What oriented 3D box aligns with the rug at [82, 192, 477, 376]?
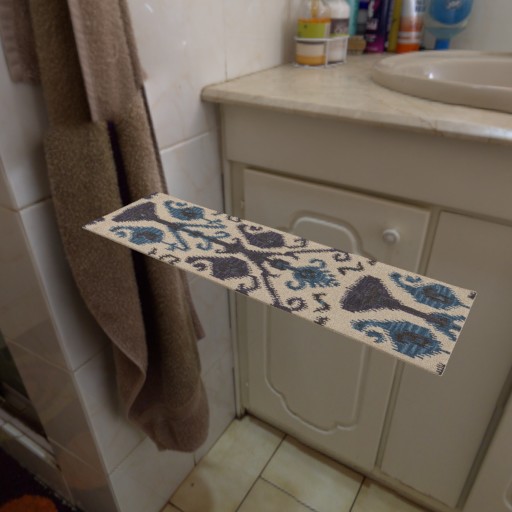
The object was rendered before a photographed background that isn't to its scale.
[{"bbox_3d":[0.000,0.000,2.601,2.301,0.017,0.692,20,37,28],"label":"rug"}]
